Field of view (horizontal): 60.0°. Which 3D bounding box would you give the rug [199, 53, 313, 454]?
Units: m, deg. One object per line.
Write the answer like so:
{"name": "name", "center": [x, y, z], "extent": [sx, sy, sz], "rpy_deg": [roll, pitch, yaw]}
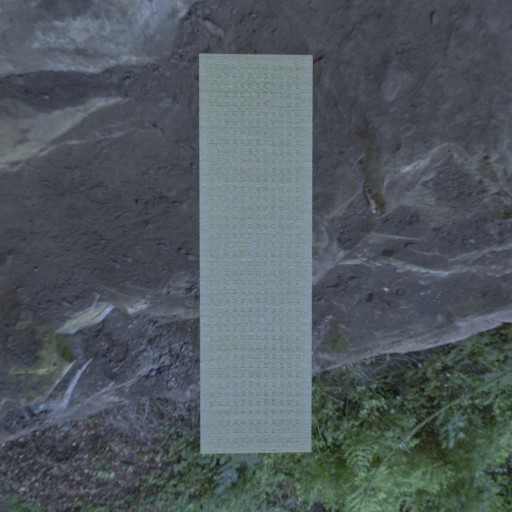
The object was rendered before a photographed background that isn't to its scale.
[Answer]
{"name": "rug", "center": [0.000, 0.000, 2.712], "extent": [0.686, 0.006, 2.437], "rpy_deg": [0, 92, -2]}
